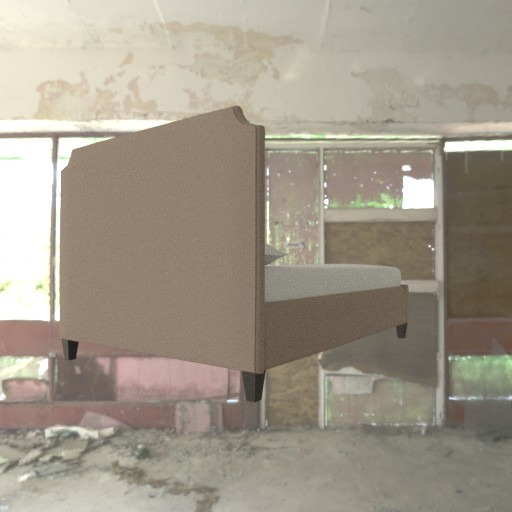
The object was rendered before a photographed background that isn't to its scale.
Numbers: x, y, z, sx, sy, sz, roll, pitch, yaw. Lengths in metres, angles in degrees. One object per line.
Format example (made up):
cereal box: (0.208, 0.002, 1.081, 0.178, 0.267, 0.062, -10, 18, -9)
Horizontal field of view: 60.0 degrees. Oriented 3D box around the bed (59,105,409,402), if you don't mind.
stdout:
bed: (0.000, 0.000, 3.506, 1.713, 1.443, 2.372, -1, -1, 36)
